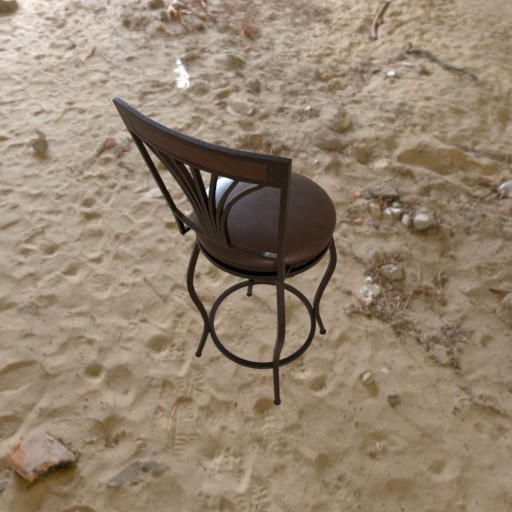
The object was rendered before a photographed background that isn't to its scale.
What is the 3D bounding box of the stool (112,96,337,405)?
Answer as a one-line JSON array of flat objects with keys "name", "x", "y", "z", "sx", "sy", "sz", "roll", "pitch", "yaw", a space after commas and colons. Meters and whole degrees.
[{"name": "stool", "x": 0.000, "y": 0.000, "z": 1.392, "sx": 0.433, "sy": 1.117, "sz": 0.514, "roll": 25, "pitch": 51, "yaw": 22}]
